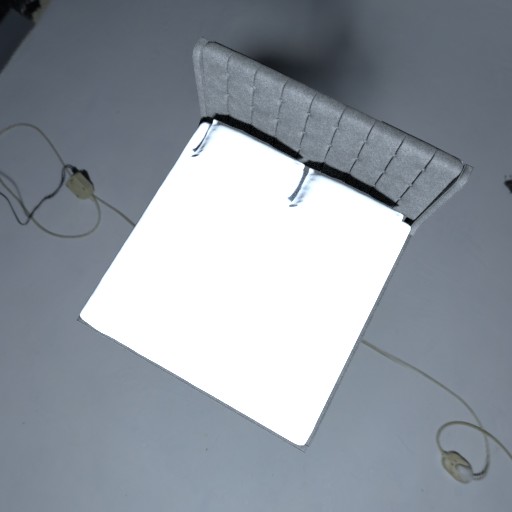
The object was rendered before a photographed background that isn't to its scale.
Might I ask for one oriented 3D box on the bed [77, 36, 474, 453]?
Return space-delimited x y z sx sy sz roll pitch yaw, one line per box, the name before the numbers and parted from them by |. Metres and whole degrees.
bed | 0.000 0.000 2.518 1.531 0.933 1.638 28 79 6
